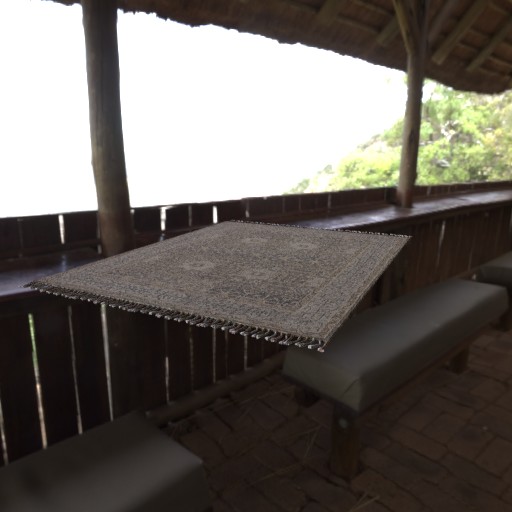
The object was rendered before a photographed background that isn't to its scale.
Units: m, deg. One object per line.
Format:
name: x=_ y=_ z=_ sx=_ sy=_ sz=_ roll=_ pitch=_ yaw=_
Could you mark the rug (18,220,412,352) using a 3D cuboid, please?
rug: x=0.000 y=0.000 z=4.272 sx=2.431 sy=0.017 sz=3.291 roll=7 pitch=16 yaw=26
